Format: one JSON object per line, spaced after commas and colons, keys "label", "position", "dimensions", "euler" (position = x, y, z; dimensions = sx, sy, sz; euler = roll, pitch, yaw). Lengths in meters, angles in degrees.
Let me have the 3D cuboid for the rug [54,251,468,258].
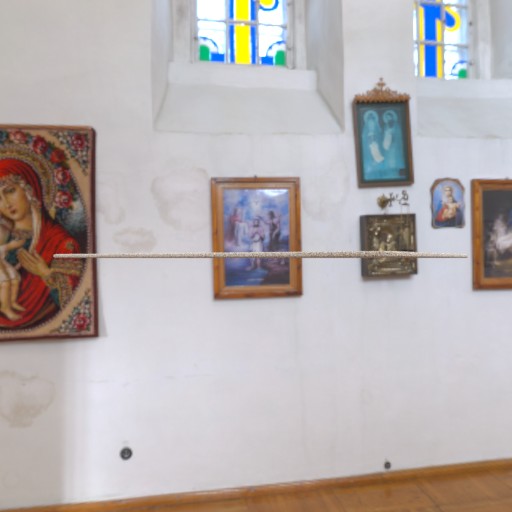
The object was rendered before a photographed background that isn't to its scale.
{"label": "rug", "position": [0.000, 0.000, 3.474], "dimensions": [2.743, 0.030, 1.778], "euler": [0, 0, 36]}
